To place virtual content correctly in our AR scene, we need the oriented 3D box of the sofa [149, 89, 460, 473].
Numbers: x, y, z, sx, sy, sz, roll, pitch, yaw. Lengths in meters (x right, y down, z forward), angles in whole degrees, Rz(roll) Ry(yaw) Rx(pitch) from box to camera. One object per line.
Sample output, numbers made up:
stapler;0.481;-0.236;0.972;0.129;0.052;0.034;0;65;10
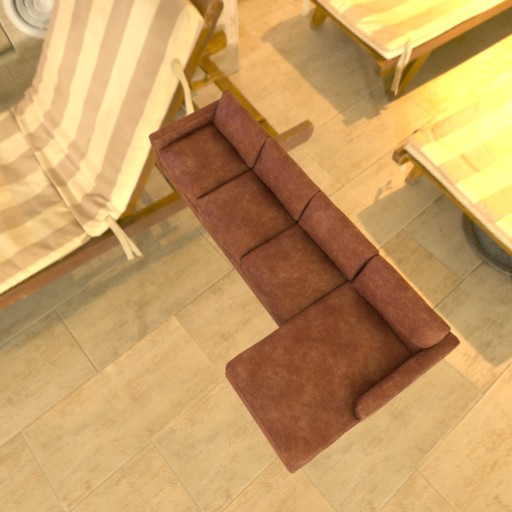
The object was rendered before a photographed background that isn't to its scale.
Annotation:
sofa;0.000;0.000;3.688;1.471;0.859;2.993;-32;67;-15
